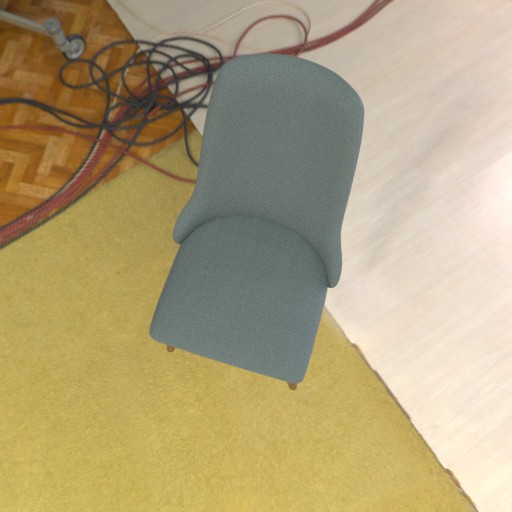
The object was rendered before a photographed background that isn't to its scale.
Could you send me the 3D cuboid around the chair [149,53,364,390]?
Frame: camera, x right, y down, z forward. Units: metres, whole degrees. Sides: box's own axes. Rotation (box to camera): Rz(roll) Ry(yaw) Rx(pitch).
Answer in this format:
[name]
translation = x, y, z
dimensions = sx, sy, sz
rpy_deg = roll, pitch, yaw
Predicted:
[chair]
translation = 0.000, 0.000, 1.342
dimensions = 0.535, 0.918, 0.707
rpy_deg = 17, 76, 4
